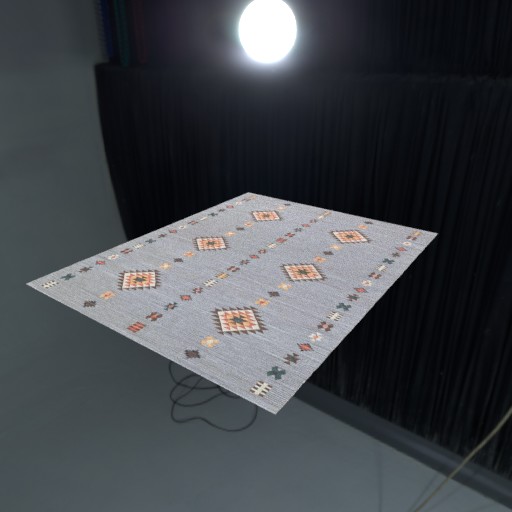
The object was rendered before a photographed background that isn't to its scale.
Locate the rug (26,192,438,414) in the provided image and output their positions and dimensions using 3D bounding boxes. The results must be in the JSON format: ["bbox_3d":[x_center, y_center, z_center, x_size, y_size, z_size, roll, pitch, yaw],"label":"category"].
[{"bbox_3d":[0.000,0.000,4.079,2.425,0.008,3.035,17,30,32],"label":"rug"}]
